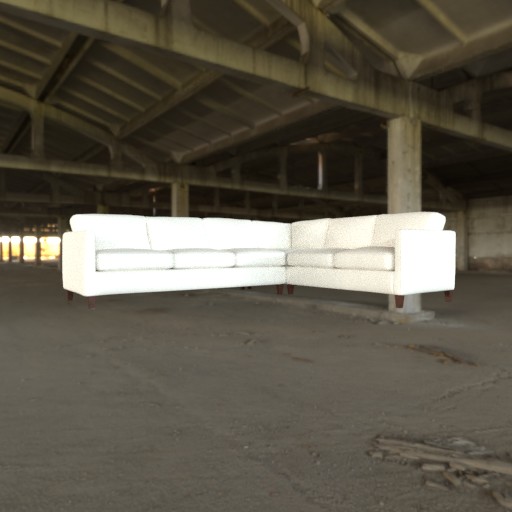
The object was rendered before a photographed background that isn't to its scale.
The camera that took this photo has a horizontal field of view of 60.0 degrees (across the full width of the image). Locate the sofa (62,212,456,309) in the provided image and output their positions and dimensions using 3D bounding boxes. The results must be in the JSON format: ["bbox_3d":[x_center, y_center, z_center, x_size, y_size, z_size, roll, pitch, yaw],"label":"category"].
[{"bbox_3d":[0.000,0.000,4.637,3.302,0.947,2.593,-1,1,-36],"label":"sofa"}]
